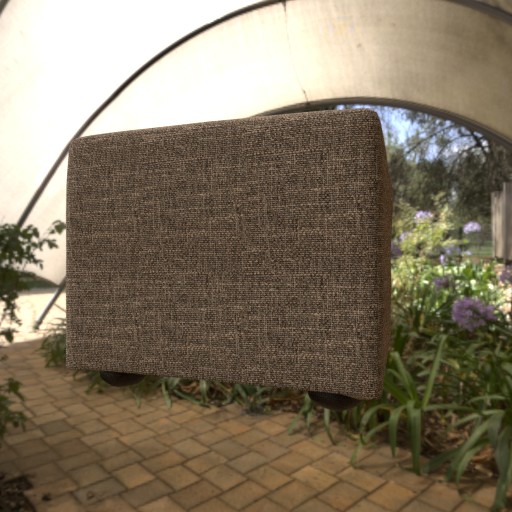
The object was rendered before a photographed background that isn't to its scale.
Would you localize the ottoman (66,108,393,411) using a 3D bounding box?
[{"bbox_3d":[0.000,0.000,0.897,0.521,0.453,0.512,0,0,18],"label":"ottoman"}]
